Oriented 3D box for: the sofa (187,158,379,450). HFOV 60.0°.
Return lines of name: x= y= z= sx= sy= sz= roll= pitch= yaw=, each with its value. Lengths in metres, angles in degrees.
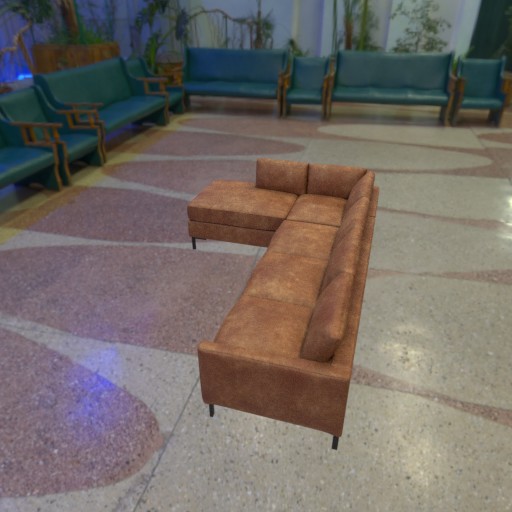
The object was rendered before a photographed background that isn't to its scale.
sofa: x=0.000 y=0.000 z=3.944 sx=1.938 sy=0.877 sz=2.984 roll=9 pitch=31 yaw=14
